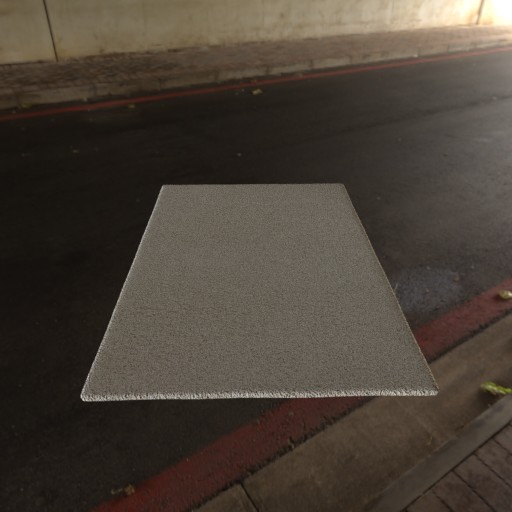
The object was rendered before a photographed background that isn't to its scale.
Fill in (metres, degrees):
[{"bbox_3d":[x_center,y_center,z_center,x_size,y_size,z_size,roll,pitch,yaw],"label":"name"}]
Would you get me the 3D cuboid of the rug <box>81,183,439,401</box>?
[{"bbox_3d":[0.000,0.000,2.247,1.219,0.030,1.778,-1,32,-1],"label":"rug"}]
